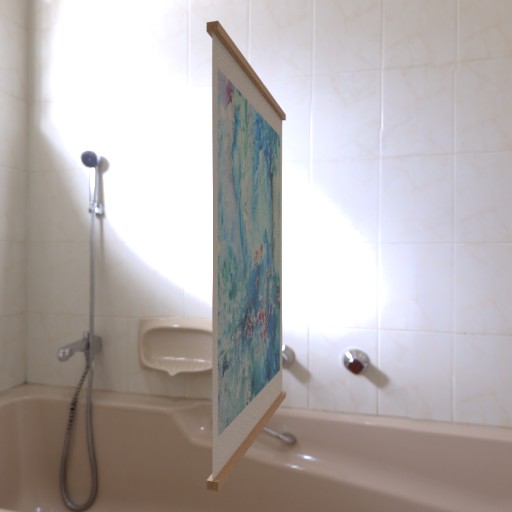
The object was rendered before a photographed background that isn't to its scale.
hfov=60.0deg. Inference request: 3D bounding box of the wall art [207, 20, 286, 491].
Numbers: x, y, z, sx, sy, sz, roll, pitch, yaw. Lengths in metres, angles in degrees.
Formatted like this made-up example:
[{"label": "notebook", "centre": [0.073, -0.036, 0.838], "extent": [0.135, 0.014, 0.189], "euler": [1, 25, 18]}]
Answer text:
[{"label": "wall art", "centre": [0.000, 0.000, 0.643], "extent": [0.013, 0.510, 0.335], "euler": [0, 0, 16]}]
